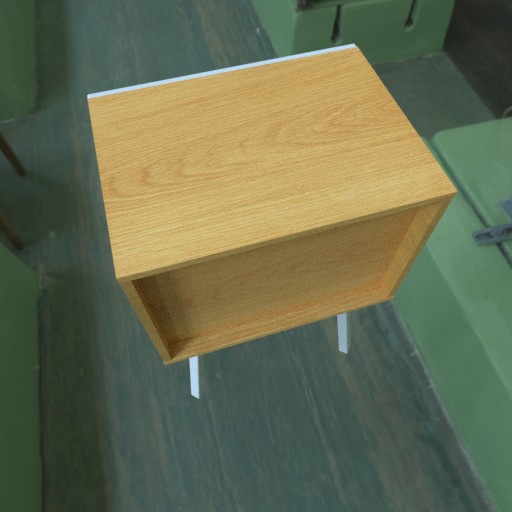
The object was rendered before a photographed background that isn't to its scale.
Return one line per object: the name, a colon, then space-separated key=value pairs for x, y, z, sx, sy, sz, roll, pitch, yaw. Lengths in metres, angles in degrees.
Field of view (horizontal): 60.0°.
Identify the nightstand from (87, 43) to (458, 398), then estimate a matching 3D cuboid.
nightstand: x=0.000 y=0.000 z=0.827 sx=0.400 sy=0.601 sz=0.316 roll=-15 pitch=60 yaw=-9
